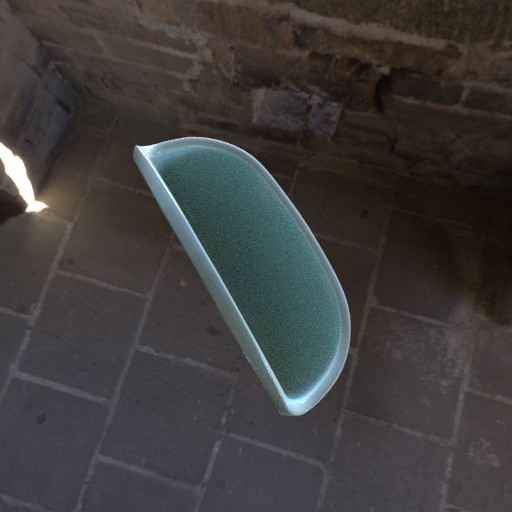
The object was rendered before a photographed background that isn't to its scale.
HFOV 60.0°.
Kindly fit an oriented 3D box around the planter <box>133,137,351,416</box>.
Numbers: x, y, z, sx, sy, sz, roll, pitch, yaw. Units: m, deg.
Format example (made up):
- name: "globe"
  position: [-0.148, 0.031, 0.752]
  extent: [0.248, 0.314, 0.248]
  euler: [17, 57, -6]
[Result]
- name: "planter"
  position: [0.000, 0.000, 0.279]
  extent: [0.073, 0.164, 0.189]
  euler: [-30, 78, -7]
